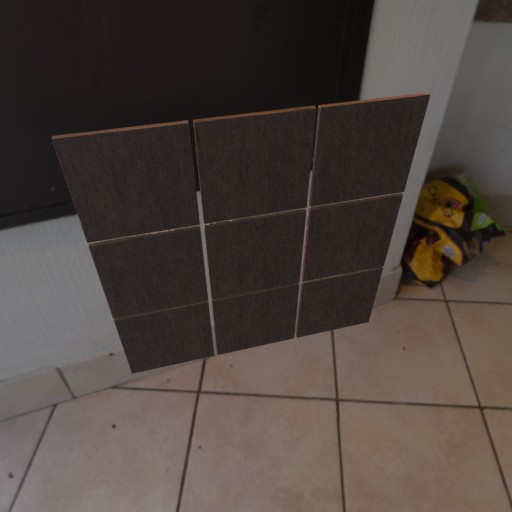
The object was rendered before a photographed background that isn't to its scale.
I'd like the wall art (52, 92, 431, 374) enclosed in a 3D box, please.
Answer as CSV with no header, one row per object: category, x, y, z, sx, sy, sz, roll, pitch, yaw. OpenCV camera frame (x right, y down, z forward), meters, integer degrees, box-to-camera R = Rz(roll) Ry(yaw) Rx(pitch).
wall art,0.000,0.000,1.356,0.915,0.914,0.013,-10,44,-11
